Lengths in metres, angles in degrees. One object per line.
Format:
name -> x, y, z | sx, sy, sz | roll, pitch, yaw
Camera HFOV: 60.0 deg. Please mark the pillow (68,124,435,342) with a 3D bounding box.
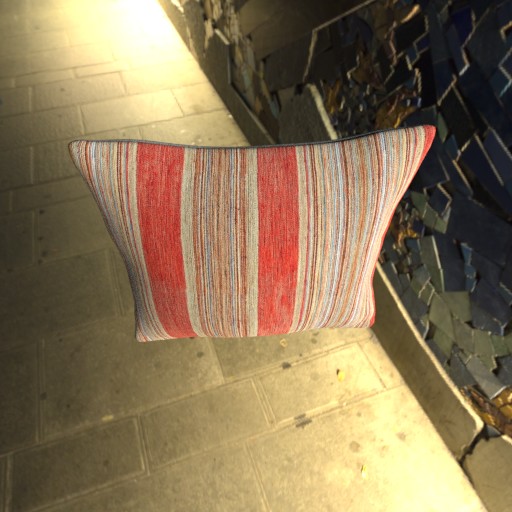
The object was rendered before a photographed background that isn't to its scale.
pillow -> 0.000, 0.000, 0.664 | 0.437, 0.419, 0.136 | -3, 47, -3
